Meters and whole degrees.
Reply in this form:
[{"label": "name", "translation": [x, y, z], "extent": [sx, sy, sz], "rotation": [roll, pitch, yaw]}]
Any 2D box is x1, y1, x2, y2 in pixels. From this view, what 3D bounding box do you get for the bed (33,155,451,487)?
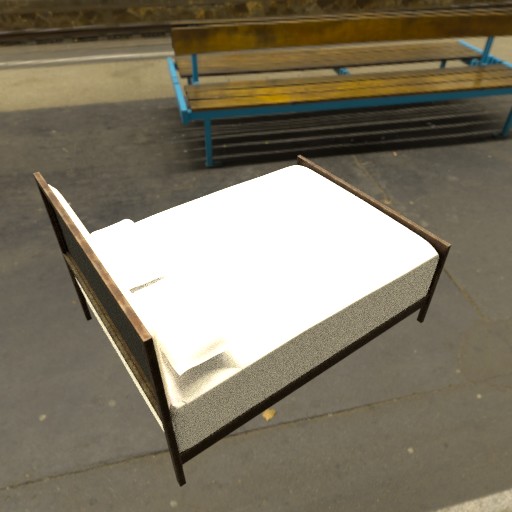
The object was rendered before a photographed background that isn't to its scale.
[{"label": "bed", "translation": [0.000, 0.000, 3.137], "extent": [2.221, 1.313, 1.607], "rotation": [-25, 46, -26]}]
